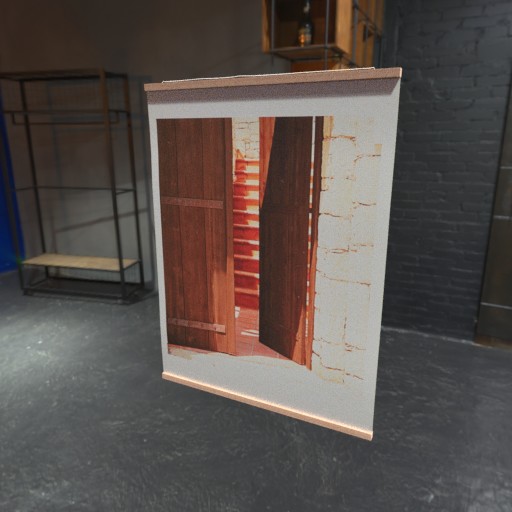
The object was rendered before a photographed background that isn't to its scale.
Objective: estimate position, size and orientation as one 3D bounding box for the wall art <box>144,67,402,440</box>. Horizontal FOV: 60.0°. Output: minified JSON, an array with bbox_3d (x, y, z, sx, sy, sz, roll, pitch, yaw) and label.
[{"bbox_3d":[0.000,0.000,1.328,0.758,1.013,0.020,8,17,26],"label":"wall art"}]
